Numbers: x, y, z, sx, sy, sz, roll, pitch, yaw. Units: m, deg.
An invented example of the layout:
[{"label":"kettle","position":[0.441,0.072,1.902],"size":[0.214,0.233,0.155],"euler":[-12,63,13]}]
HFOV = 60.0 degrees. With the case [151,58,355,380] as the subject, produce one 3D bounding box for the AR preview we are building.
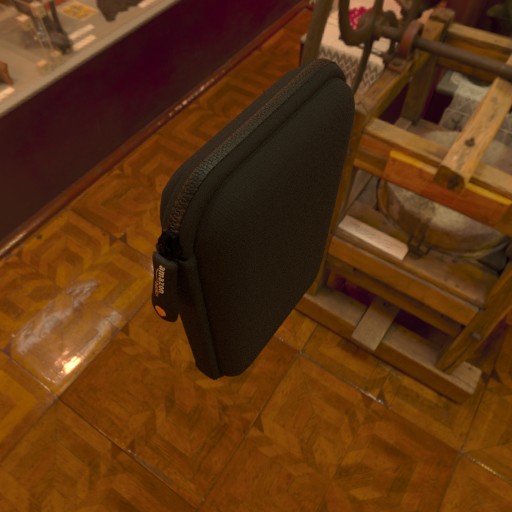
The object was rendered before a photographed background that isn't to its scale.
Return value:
[{"label":"case","position":[0.000,0.000,0.194],"size":[0.030,0.147,0.107],"euler":[31,62,19]}]
